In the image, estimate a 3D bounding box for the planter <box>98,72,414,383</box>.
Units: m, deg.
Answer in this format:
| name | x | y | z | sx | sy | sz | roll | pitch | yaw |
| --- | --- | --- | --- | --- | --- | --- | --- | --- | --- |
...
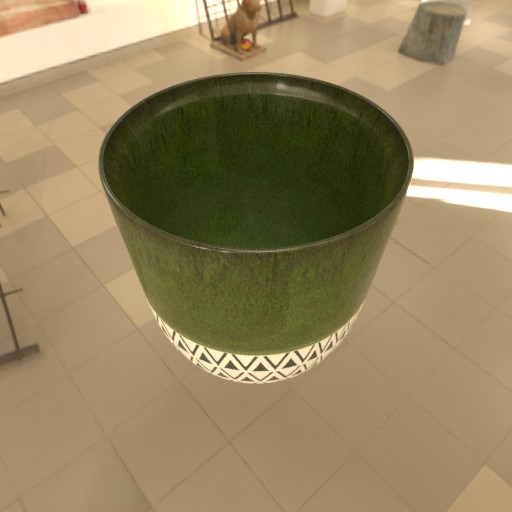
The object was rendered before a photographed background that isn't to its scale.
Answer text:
| name | x | y | z | sx | sy | sz | roll | pitch | yaw |
| --- | --- | --- | --- | --- | --- | --- | --- | --- | --- |
| planter | 0.000 | 0.000 | 0.451 | 0.245 | 0.270 | 0.245 | 0 | 47 | 0 |
